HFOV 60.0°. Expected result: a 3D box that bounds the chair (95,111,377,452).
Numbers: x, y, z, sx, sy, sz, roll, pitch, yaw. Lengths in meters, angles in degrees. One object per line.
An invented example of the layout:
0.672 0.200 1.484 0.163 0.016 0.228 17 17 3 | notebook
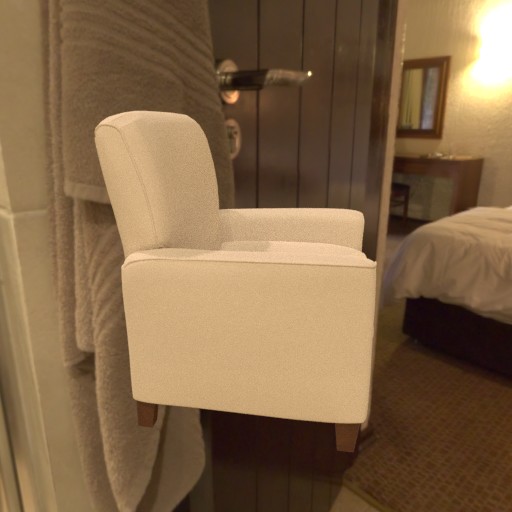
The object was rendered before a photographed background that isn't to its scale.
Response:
0.000 0.000 1.655 0.858 1.028 0.841 3 17 10 | chair
